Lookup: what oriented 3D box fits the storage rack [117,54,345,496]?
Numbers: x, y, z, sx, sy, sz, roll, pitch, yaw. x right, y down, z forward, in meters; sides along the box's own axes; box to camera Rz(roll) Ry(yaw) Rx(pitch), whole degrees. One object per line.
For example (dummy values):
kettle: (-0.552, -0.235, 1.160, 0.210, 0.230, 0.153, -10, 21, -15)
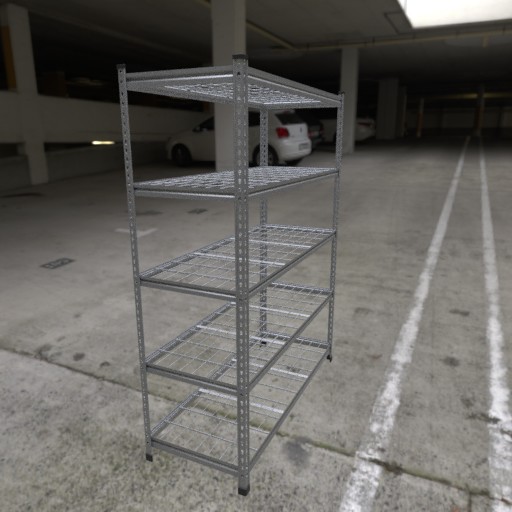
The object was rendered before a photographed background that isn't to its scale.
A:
storage rack: (0.000, 0.000, 2.684, 0.610, 1.981, 1.524, 7, 16, 24)
